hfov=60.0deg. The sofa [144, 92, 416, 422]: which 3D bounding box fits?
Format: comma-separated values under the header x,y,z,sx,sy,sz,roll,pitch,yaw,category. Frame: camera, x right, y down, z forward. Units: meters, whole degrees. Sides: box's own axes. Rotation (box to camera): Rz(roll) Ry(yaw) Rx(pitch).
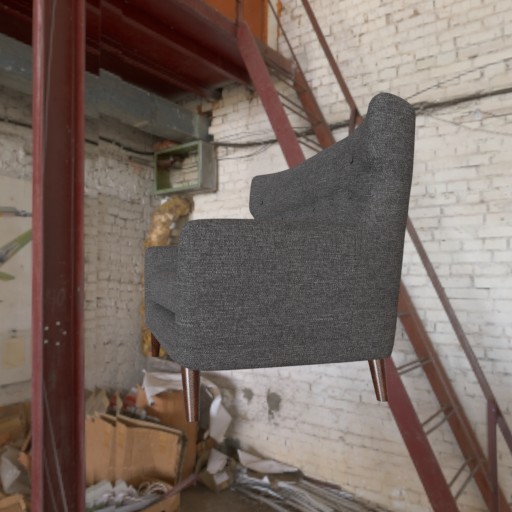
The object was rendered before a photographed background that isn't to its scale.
x,y,z,sx,sy,sz,roll,pitch,yaw,category
0.000,0.000,1.968,0.874,1.028,1.358,1,-3,-18,sofa
